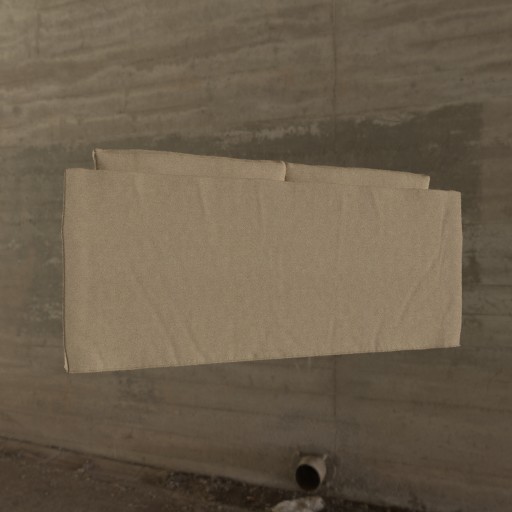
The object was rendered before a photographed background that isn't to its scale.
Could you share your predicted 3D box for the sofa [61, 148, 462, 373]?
[{"bbox_3d":[0.000,0.000,2.217,1.719,0.835,0.962,0,-1,-18],"label":"sofa"}]
